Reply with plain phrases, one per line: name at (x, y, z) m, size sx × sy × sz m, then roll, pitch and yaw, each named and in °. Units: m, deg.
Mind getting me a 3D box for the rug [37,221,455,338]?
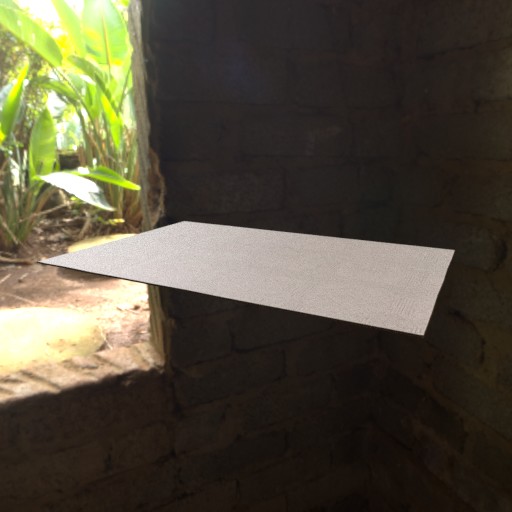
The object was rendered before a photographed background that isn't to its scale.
rug at (0.000, 0.000, 2.330) m, size 1.839 × 0.009 × 1.236 m, roll 8°, pitch 17°, yaw 27°
